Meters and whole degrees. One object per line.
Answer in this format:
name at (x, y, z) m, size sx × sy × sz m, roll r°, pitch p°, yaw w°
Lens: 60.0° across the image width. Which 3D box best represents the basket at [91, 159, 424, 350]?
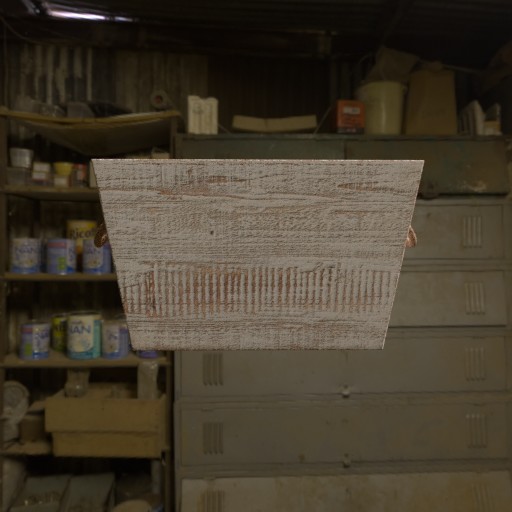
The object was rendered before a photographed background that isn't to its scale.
basket at (0.000, 0.000, 0.757) m, size 0.545 × 0.247 × 0.413 m, roll 0°, pitch 1°, yaw -1°
